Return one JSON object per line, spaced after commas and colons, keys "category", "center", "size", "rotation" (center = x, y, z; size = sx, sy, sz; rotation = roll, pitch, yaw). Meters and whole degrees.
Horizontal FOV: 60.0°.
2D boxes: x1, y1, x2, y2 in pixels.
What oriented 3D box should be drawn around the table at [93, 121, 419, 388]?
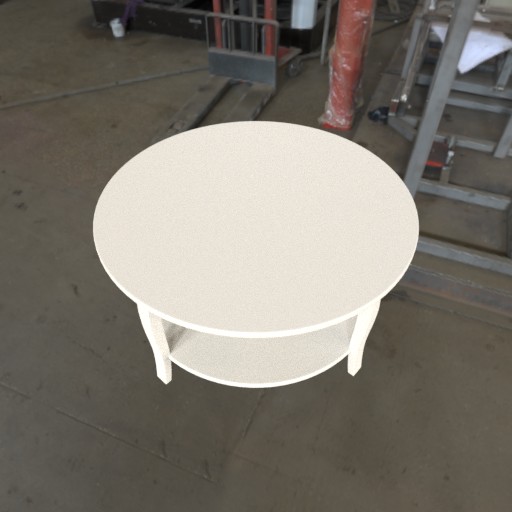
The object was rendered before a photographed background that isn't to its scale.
{"category": "table", "center": [0.000, 0.000, 1.440], "size": [0.910, 0.457, 0.910], "rotation": [0, 46, 0]}
